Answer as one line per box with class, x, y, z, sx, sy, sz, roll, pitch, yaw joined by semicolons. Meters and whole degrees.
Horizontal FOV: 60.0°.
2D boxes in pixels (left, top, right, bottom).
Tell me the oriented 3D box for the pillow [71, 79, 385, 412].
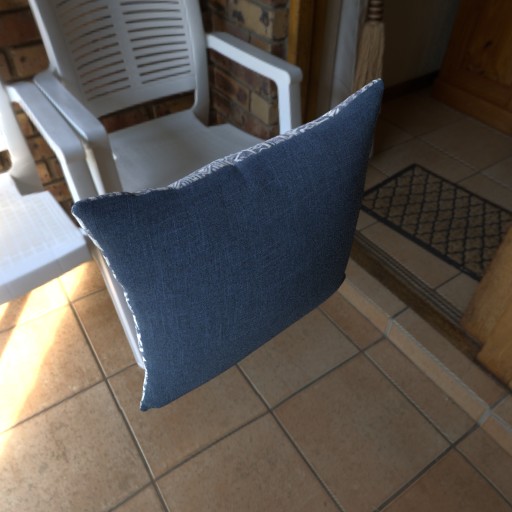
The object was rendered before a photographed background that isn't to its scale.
pillow;0.000;0.000;0.775;0.546;0.487;0.180;-30;52;-27
